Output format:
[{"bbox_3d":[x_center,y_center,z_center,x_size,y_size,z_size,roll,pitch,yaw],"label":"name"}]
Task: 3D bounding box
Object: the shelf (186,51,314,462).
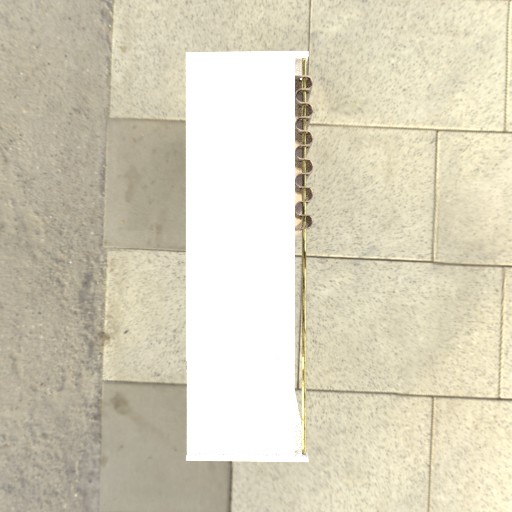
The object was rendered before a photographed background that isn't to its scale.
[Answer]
[{"bbox_3d":[0.000,0.000,2.638,0.500,1.820,1.600,0,90,1],"label":"shelf"}]
